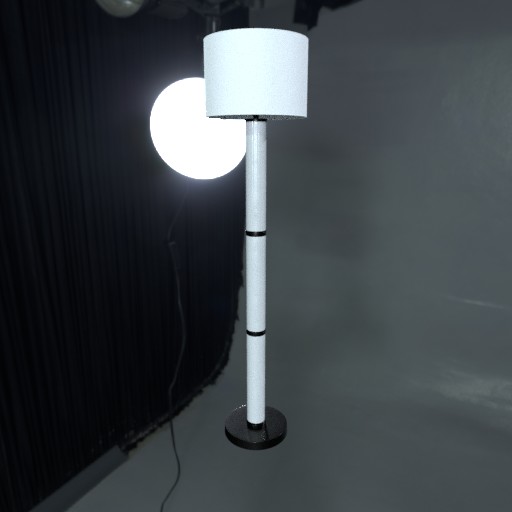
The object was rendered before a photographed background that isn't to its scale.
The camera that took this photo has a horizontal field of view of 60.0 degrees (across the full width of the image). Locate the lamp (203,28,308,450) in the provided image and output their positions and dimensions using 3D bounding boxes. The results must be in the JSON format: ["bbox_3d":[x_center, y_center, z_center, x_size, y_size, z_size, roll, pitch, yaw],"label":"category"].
[{"bbox_3d":[0.000,0.000,1.784,0.377,1.599,0.377,7,16,26],"label":"lamp"}]
